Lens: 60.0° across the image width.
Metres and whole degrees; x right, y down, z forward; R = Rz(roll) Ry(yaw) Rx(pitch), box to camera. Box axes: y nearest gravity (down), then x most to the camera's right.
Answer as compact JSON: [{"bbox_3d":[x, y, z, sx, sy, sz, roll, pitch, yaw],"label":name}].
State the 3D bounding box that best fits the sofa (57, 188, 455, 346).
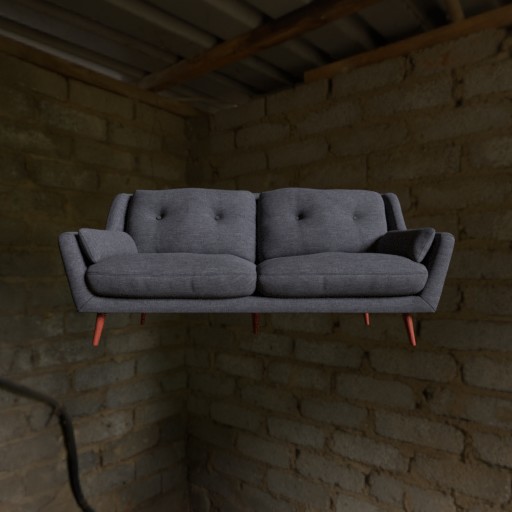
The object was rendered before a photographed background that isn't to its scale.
[{"bbox_3d":[0.000,0.000,2.550,1.929,0.896,0.975,0,-1,0],"label":"sofa"}]
